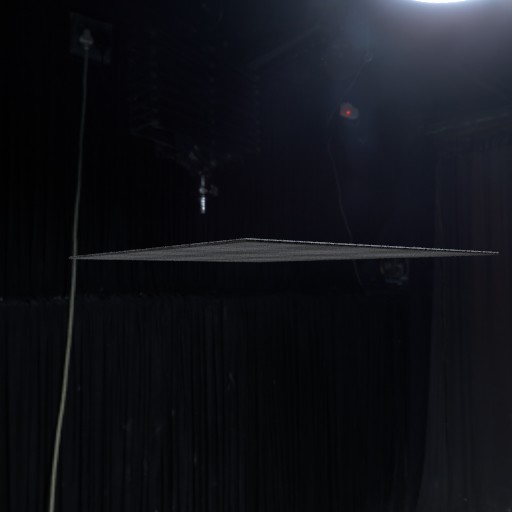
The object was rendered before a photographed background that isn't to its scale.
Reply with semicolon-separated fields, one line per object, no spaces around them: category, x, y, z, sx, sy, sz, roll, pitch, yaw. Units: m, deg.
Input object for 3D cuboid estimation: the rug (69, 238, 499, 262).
rug;0.000;0.000;3.803;2.317;0.016;2.959;2;-3;-37
